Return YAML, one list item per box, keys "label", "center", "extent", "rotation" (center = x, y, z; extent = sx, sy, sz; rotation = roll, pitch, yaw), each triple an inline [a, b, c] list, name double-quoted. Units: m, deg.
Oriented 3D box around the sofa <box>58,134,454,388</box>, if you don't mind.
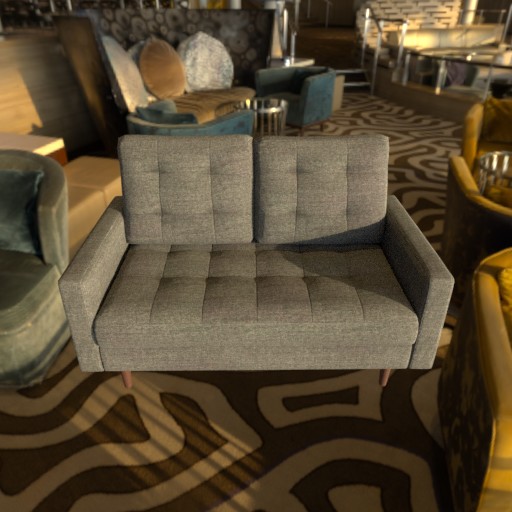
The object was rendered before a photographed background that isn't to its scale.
- label: "sofa"
  center: [0.000, 0.000, 1.934]
  extent: [1.407, 0.907, 0.842]
  rotation: [0, 30, -1]
